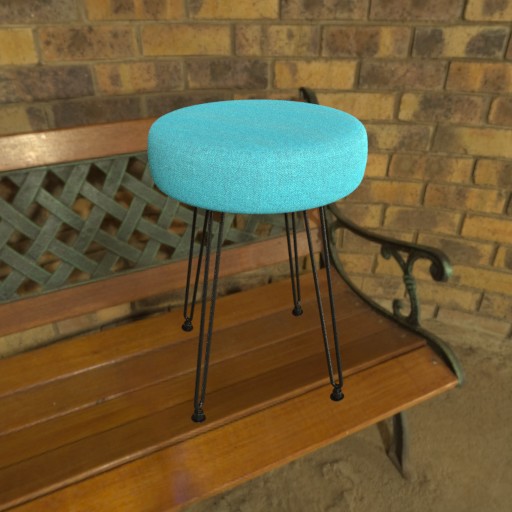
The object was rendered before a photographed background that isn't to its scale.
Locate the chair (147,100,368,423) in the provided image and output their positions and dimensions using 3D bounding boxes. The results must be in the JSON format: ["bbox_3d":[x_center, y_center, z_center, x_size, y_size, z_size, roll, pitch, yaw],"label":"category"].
[{"bbox_3d":[0.000,0.000,0.709,0.350,0.440,0.350,18,35,28],"label":"chair"}]
